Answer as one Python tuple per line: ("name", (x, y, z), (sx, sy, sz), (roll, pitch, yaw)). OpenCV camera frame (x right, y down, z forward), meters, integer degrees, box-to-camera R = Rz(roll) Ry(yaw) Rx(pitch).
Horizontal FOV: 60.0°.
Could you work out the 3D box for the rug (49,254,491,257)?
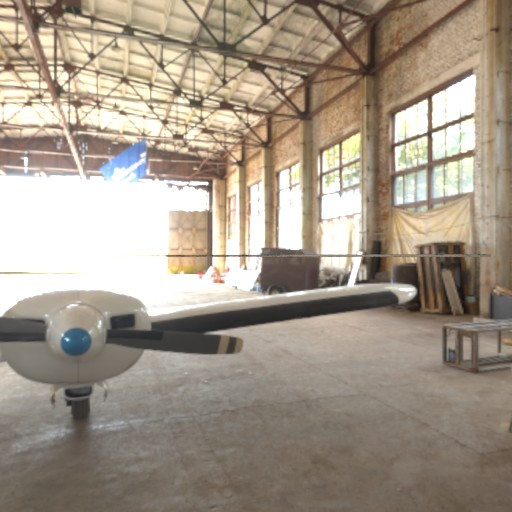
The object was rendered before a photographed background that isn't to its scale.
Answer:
("rug", (0.000, 0.000, 2.697), (2.434, 0.013, 0.770), (0, 0, 19))
